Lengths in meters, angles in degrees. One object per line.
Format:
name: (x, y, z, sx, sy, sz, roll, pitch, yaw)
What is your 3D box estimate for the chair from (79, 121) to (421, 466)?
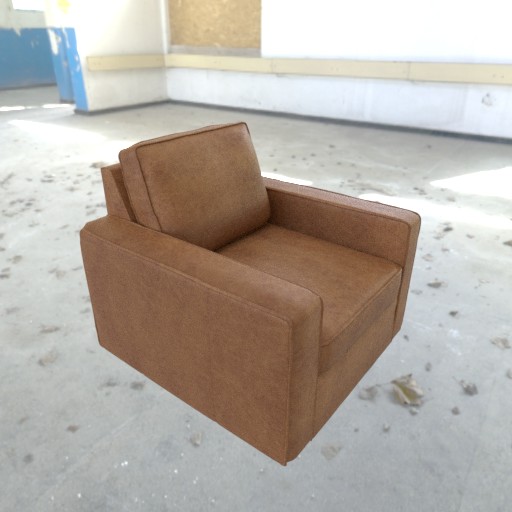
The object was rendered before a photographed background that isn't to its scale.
chair: (0.000, 0.000, 1.769, 1.027, 0.901, 0.987, 18, 32, 31)
